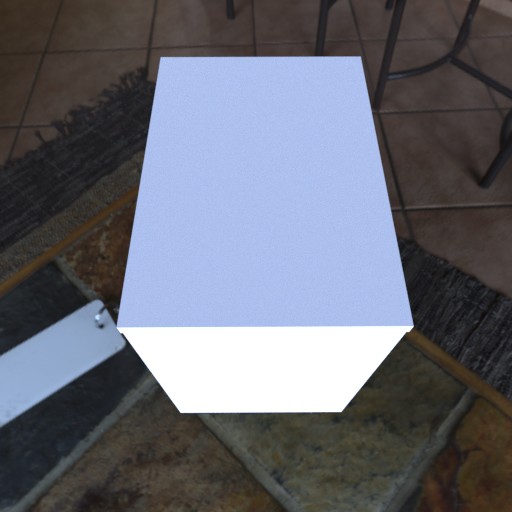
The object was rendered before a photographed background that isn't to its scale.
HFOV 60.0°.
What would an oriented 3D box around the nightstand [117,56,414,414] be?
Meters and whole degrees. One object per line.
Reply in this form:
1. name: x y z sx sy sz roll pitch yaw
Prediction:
1. nightstand: 0.000 0.000 0.770 0.325 0.460 0.441 0 60 0
